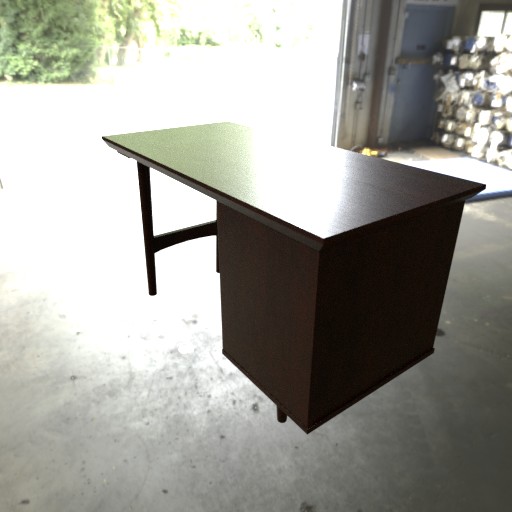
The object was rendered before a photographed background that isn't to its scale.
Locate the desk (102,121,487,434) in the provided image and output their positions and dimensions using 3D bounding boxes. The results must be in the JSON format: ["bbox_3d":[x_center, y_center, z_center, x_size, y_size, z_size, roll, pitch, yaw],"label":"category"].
[{"bbox_3d":[0.000,0.000,1.665,0.612,0.758,1.277,-18,31,-32],"label":"desk"}]
